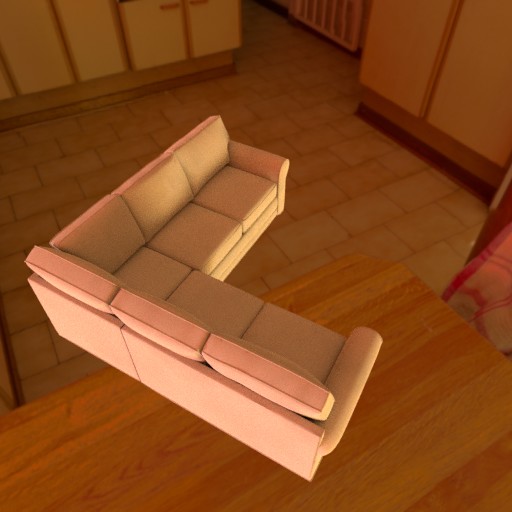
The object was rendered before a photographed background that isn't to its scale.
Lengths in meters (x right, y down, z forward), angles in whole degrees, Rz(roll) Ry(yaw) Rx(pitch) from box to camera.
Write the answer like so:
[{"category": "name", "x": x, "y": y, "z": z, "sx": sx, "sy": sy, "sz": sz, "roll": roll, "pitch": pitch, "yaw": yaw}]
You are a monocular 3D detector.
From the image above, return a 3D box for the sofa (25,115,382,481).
[{"category": "sofa", "x": 0.000, "y": 0.000, "z": 3.846, "sx": 2.487, "sy": 1.053, "sz": 2.562, "roll": 22, "pitch": 50, "yaw": 20}]
